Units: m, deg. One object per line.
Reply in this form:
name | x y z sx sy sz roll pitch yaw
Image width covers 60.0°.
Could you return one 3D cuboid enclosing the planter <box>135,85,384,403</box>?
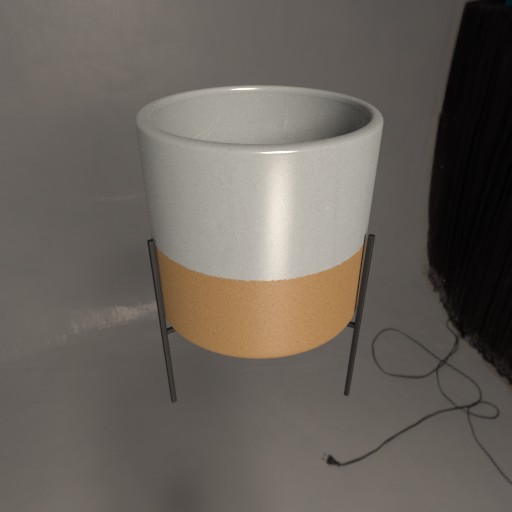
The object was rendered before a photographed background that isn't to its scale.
planter | 0.000 0.000 0.664 0.310 0.432 0.310 -10 33 -15
